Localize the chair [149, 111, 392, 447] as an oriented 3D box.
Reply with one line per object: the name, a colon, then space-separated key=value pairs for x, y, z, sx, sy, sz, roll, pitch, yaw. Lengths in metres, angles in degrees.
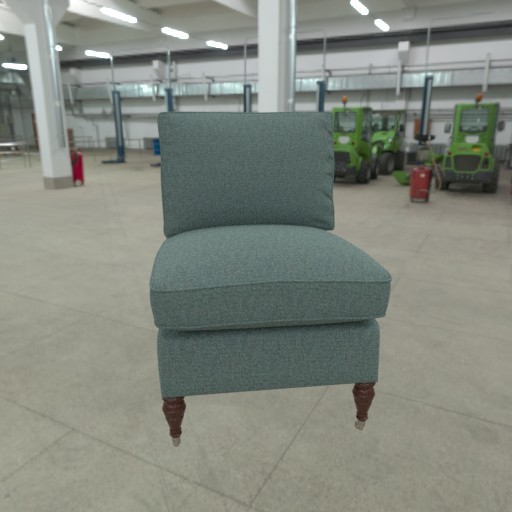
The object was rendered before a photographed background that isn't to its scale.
chair: x=0.000 y=0.000 z=1.435 sx=0.624 sy=0.901 sz=0.796 roll=-2 pitch=17 yaw=-7
